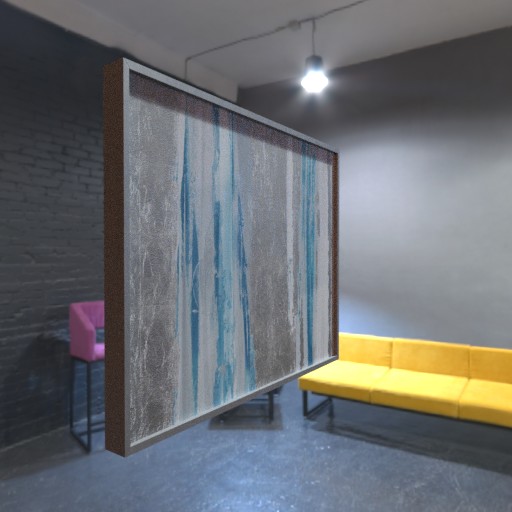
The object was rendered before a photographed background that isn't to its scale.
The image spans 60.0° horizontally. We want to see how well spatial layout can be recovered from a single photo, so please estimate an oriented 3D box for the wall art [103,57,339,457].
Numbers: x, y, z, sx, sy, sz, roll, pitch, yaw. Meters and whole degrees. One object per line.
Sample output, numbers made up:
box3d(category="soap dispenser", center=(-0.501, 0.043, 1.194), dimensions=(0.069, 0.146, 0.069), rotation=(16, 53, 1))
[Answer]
box3d(category="wall art", center=(0.000, 0.000, 0.735), dimensions=(0.037, 0.450, 0.557), rotation=(1, 1, 36))
